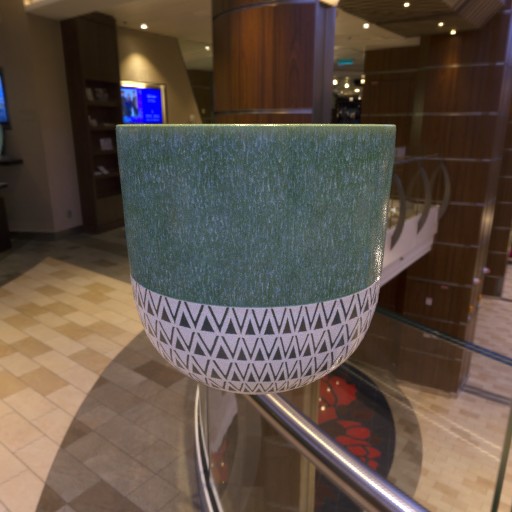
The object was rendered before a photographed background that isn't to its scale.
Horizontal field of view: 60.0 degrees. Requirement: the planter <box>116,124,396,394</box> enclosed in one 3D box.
[{"bbox_3d":[0.000,0.000,0.476,0.266,0.270,0.266,0,16,0],"label":"planter"}]
